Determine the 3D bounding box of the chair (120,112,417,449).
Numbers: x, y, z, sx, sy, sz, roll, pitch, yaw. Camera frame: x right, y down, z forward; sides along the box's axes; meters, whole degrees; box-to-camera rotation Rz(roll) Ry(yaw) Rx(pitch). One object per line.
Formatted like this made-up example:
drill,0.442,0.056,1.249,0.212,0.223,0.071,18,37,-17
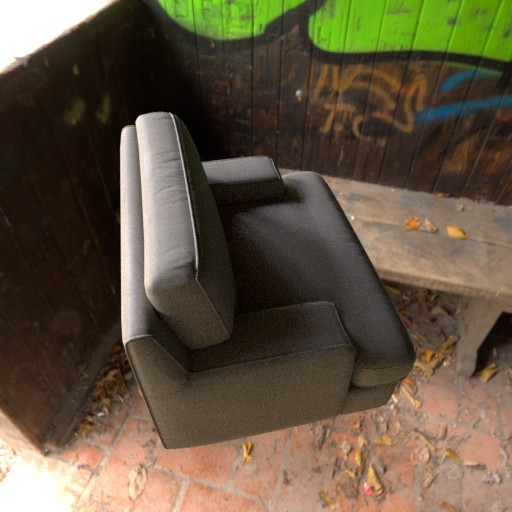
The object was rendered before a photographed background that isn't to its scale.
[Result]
chair,0.000,0.000,1.967,1.043,0.974,1.270,-9,47,-8
